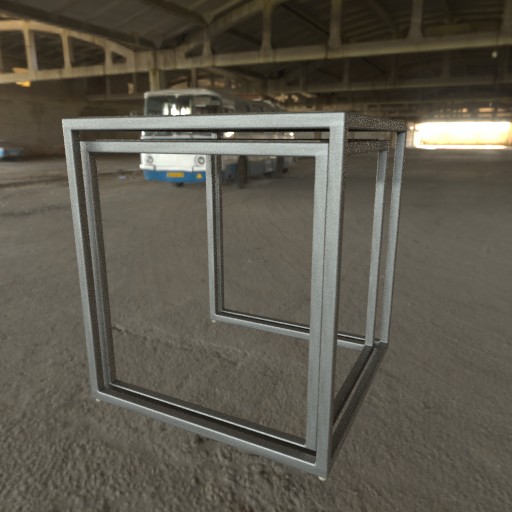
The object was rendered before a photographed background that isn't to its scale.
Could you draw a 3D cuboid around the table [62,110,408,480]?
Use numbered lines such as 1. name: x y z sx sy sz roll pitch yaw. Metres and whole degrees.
1. table: 0.000 0.000 0.847 0.449 0.500 0.450 7 17 26
